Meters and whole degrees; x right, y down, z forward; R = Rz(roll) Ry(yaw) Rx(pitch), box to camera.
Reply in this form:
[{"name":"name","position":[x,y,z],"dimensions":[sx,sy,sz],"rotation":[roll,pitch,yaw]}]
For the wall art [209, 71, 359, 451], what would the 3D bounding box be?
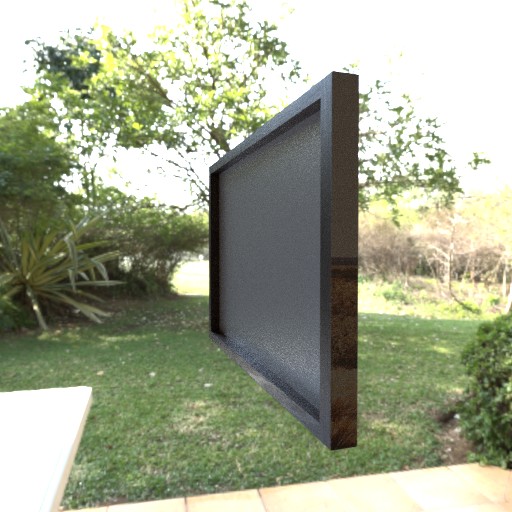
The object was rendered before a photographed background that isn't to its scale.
[{"name":"wall art","position":[0.000,0.000,1.151],"dimensions":[0.050,0.610,0.914],"rotation":[0,1,-18]}]
